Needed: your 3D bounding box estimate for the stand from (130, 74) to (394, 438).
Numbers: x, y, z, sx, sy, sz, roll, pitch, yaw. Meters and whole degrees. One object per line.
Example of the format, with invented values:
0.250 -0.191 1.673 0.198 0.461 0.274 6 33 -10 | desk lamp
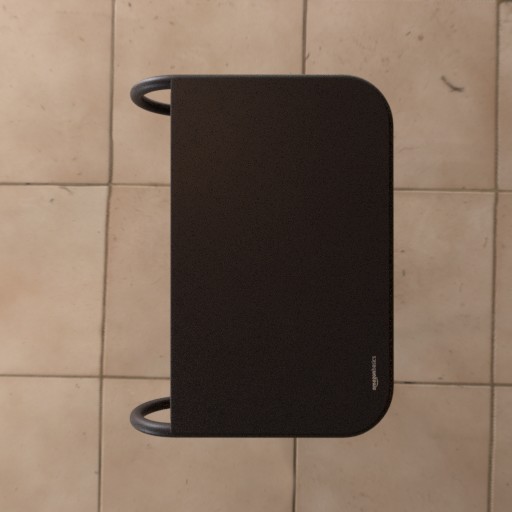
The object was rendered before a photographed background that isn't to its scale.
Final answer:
0.000 0.000 0.497 0.280 0.108 0.370 0 90 0 | stand
